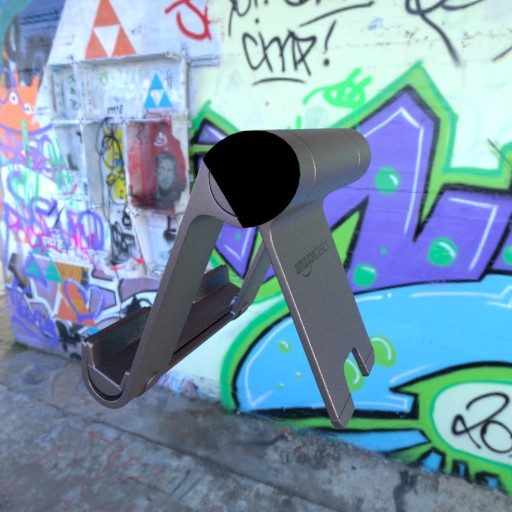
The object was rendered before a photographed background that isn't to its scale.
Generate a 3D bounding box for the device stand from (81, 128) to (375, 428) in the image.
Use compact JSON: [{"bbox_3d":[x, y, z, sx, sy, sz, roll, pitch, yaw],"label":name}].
[{"bbox_3d":[0.000,0.000,0.151,0.079,0.084,0.088,8,18,24],"label":"device stand"}]
